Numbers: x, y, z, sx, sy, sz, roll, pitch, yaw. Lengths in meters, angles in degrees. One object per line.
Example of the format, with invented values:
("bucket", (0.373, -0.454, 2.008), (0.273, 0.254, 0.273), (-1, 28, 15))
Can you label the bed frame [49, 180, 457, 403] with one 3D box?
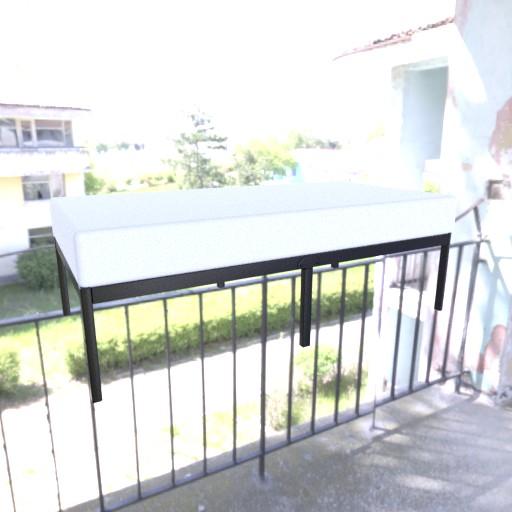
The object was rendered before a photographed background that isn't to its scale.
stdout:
("bed frame", (0.000, 0.000, 2.450), (1.950, 0.659, 1.023), (-8, 17, -28))
